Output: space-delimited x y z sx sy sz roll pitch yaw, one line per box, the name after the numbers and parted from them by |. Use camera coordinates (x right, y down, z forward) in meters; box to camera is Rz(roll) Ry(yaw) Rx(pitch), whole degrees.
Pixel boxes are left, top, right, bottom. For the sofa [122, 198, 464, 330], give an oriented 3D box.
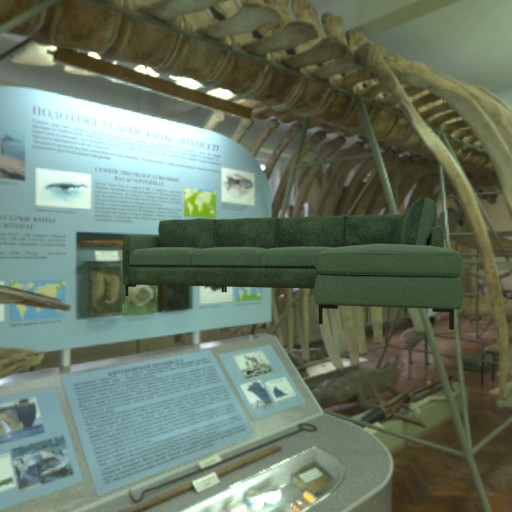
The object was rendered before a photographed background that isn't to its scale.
0.000 0.000 3.204 2.486 0.687 1.707 0 0 16 | sofa
